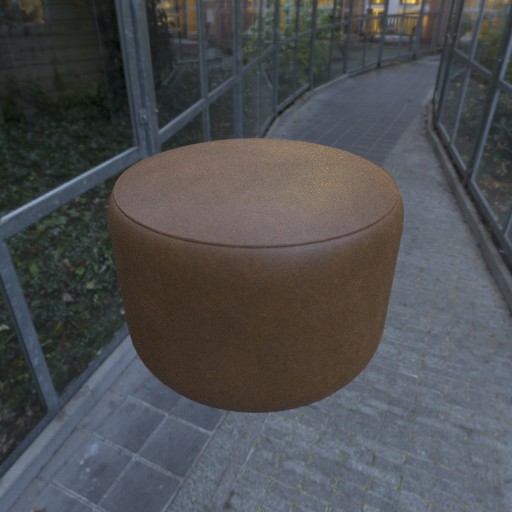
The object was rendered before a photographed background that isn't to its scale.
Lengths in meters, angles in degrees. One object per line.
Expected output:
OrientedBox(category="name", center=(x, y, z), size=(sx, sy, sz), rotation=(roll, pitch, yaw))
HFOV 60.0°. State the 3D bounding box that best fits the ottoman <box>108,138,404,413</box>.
OrientedBox(category="ottoman", center=(0.000, 0.000, 1.012), size=(0.607, 0.438, 0.607), rotation=(0, 31, 0))
